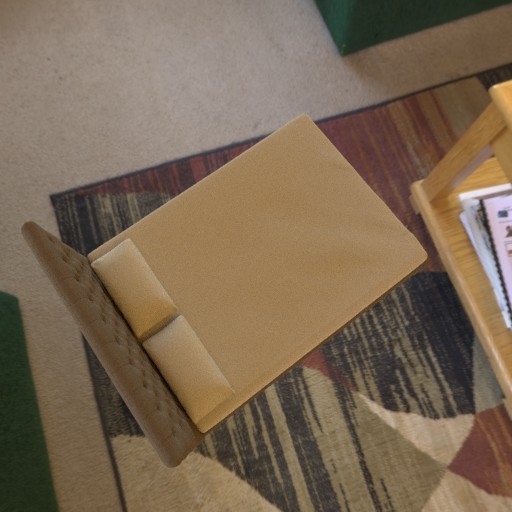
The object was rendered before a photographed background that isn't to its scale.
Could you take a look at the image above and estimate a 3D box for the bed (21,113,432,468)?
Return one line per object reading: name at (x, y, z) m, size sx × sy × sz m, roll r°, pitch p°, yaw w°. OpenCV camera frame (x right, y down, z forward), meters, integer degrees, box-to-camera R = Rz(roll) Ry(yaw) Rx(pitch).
bed at (0.000, 0.000, 3.365) m, size 2.387 × 1.427 × 1.698 m, roll -35°, pitch 77°, yaw -9°
